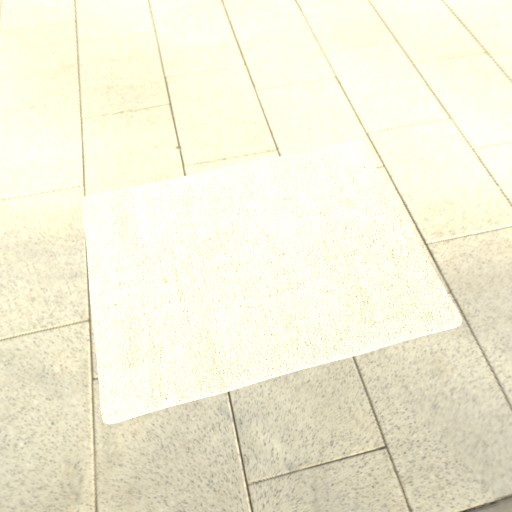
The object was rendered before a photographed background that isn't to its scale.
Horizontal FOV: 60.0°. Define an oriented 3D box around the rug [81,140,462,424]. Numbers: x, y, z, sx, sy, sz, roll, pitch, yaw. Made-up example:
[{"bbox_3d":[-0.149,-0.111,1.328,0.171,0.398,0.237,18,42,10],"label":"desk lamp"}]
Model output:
[{"bbox_3d":[0.000,0.000,2.174,1.600,0.027,1.200,-13,59,-8],"label":"rug"}]
